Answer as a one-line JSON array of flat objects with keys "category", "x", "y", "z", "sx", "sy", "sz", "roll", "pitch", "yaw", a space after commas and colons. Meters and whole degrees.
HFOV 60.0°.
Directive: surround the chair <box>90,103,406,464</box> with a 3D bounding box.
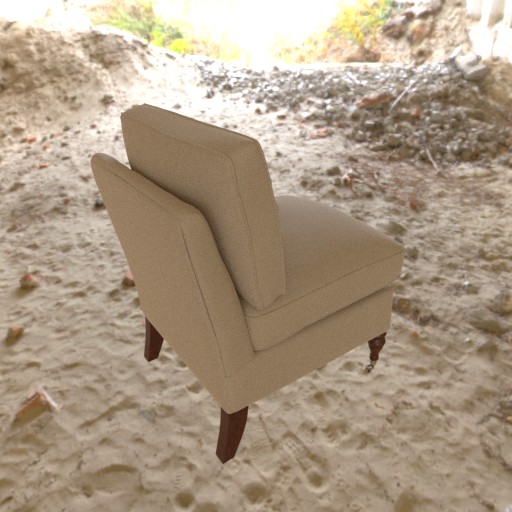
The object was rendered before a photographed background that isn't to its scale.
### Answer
[{"category": "chair", "x": 0.000, "y": 0.000, "z": 1.655, "sx": 0.912, "sy": 1.052, "sz": 0.724, "roll": -18, "pitch": 32, "yaw": -31}]
